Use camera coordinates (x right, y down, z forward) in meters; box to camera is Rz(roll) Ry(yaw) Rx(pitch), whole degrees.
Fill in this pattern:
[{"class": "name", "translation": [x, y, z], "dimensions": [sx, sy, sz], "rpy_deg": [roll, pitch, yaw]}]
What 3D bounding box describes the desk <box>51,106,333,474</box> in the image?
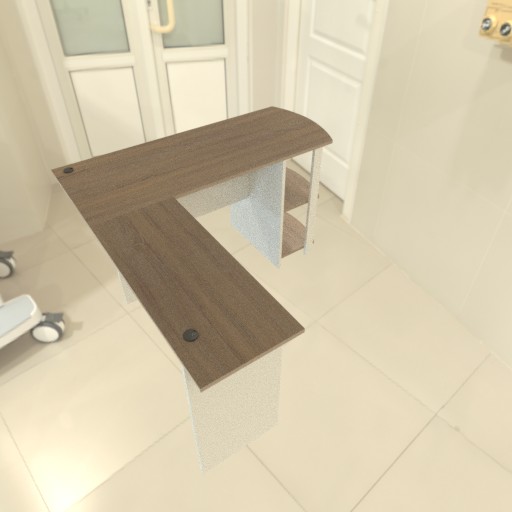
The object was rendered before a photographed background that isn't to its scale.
[{"class": "desk", "translation": [0.000, 0.000, 2.088], "dimensions": [1.303, 0.716, 1.361], "rpy_deg": [-25, 47, -25]}]
